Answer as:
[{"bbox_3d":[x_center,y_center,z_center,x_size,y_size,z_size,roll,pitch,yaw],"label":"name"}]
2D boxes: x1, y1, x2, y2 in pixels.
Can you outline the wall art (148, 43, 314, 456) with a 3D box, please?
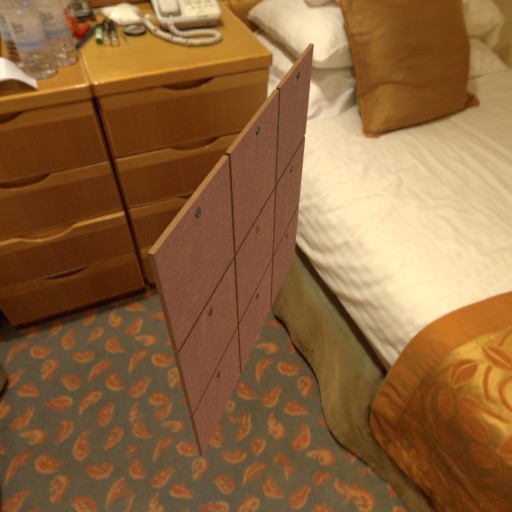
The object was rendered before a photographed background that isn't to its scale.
[{"bbox_3d":[0.000,0.000,1.339,0.018,0.913,0.915,16,49,15],"label":"wall art"}]
